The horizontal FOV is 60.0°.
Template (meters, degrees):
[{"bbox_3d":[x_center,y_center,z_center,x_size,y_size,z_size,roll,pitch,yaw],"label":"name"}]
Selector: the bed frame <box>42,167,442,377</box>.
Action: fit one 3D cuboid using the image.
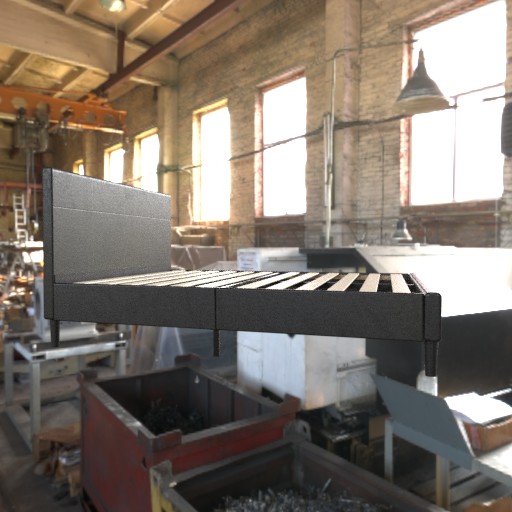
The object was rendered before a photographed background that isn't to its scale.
[{"bbox_3d":[0.000,0.000,2.970,2.152,1.046,1.469,0,1,16],"label":"bed frame"}]
